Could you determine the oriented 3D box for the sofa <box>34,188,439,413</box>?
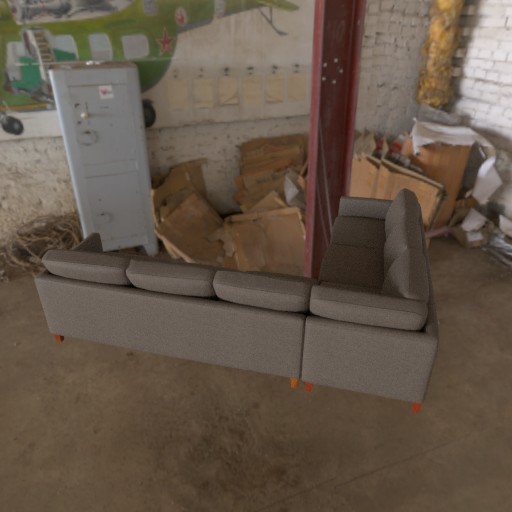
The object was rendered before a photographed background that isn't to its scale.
[{"bbox_3d":[0.000,0.000,4.569,3.302,0.947,2.593,7,30,13],"label":"sofa"}]
